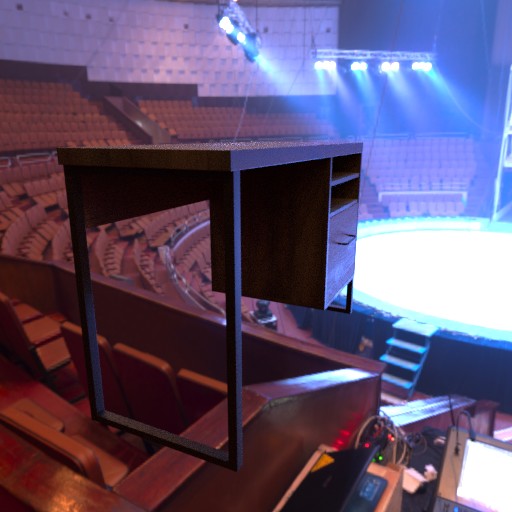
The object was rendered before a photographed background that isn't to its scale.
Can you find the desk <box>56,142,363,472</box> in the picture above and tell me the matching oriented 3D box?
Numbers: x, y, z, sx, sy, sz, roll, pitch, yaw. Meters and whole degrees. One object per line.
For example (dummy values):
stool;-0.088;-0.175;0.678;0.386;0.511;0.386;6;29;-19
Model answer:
desk;0.000;0.000;1.538;0.511;0.752;1.134;7;17;25
